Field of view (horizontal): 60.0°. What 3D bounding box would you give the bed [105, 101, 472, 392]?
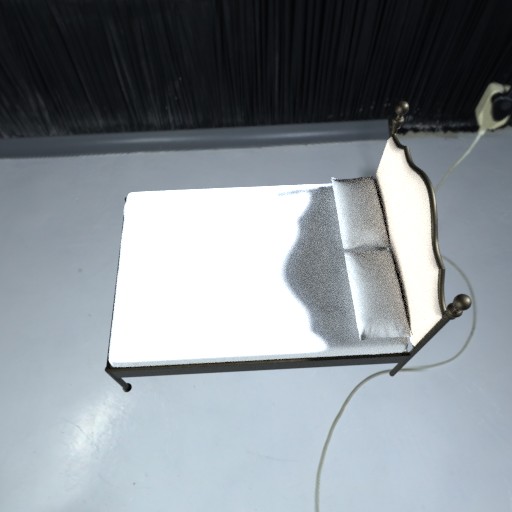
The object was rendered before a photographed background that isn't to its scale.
[{"bbox_3d":[0.000,0.000,3.235,2.170,1.462,1.533,-3,60,-2],"label":"bed"}]
